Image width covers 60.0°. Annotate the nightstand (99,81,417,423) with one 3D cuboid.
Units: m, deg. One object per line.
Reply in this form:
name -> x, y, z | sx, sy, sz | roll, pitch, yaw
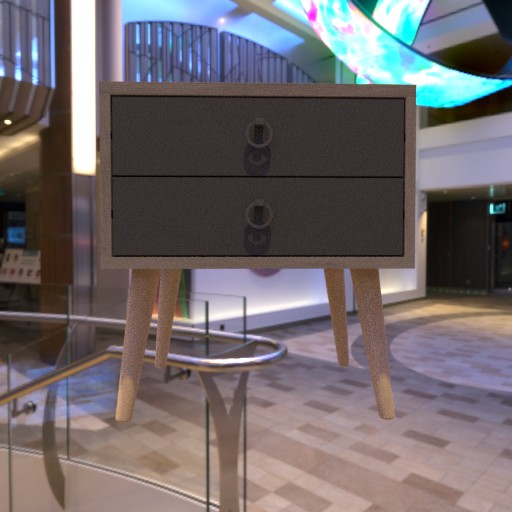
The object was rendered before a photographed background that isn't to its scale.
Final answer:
nightstand -> 0.000, 0.000, 0.814 | 0.450, 0.500, 0.380 | 0, 2, -2
